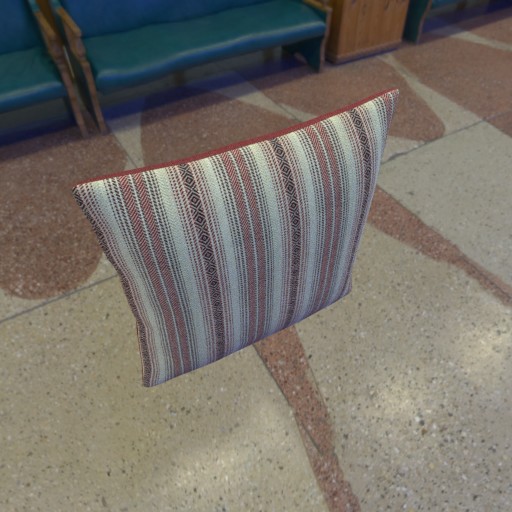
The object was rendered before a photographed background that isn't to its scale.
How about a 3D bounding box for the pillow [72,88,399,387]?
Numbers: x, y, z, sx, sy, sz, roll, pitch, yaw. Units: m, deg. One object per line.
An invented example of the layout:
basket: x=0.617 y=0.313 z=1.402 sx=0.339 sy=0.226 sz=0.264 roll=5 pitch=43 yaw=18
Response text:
pillow: x=0.000 y=0.000 z=0.788 sx=0.513 sy=0.497 sz=0.166 roll=-22 pitch=51 yaw=-19
